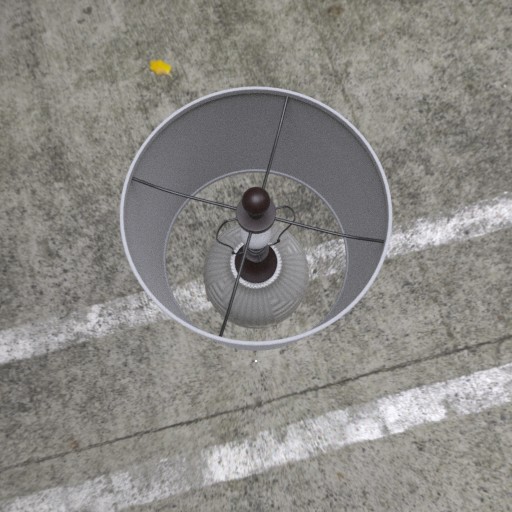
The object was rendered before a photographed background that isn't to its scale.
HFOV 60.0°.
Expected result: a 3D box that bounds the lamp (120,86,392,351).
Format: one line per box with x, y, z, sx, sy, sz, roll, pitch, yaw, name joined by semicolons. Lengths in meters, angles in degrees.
0.000;0.000;0.758;0.318;0.567;0.318;0;77;0;lamp
